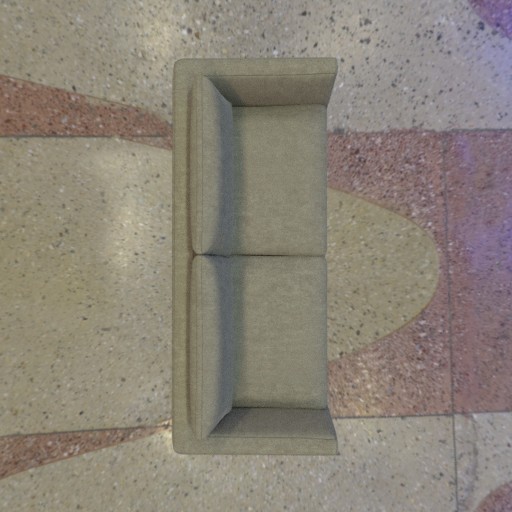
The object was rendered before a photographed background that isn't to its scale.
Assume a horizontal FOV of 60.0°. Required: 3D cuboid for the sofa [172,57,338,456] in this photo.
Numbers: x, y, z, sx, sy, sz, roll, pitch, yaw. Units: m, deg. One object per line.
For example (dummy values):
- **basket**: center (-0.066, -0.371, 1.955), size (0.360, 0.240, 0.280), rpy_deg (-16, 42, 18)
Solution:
- **sofa**: center (0.000, 0.000, 2.599), size (0.889, 0.864, 2.121), rpy_deg (0, 89, 1)
